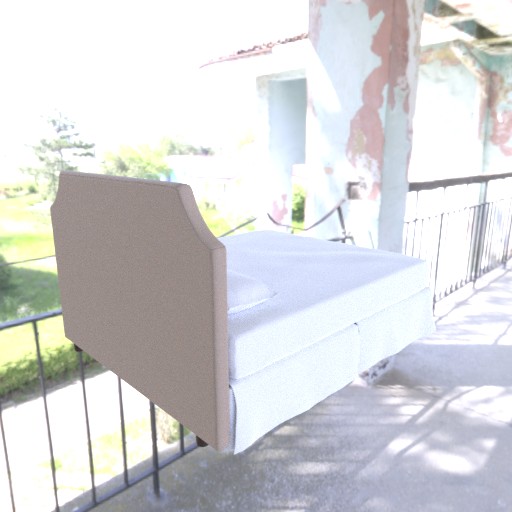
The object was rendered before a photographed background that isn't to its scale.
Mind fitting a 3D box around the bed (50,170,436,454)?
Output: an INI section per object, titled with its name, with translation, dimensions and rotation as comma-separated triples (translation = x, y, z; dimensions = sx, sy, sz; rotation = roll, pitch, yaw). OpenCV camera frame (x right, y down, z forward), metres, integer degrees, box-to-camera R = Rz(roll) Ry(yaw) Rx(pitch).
[bed]
translation = 0.000, 0.000, 4.064
dimensions = 2.773, 1.590, 2.350
rotation = -14, 20, -43
